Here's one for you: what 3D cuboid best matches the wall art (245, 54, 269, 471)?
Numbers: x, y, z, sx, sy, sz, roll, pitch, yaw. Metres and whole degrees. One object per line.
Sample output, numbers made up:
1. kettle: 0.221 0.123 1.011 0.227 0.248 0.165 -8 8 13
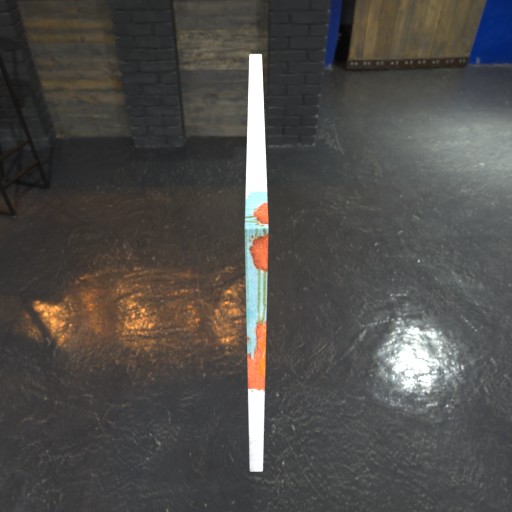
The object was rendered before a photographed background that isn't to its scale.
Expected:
1. wall art: 0.000 0.000 1.523 0.044 1.017 1.017 0 41 0
